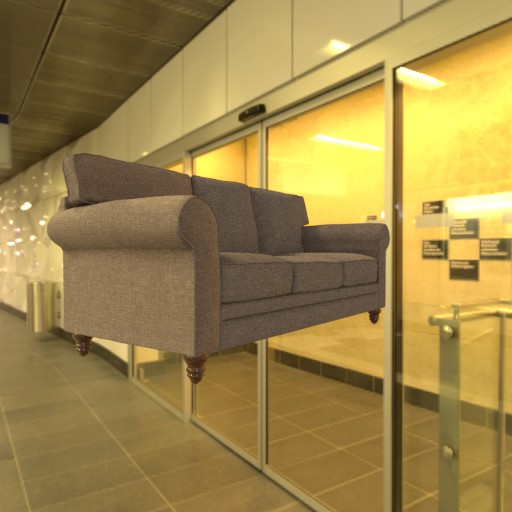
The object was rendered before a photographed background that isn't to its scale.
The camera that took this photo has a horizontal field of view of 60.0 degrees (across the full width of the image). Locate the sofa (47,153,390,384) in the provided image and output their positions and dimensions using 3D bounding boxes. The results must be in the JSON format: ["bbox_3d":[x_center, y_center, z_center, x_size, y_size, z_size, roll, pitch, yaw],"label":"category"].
[{"bbox_3d":[0.000,0.000,2.621,0.916,0.961,2.084,0,0,37],"label":"sofa"}]
